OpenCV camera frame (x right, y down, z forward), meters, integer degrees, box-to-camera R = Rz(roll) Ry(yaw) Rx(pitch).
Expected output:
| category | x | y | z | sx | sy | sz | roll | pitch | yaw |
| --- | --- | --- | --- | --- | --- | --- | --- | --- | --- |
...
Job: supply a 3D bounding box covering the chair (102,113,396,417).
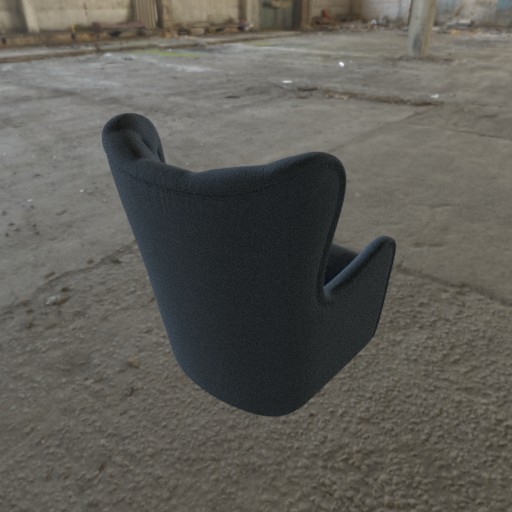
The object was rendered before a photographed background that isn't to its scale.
| category | x | y | z | sx | sy | sz | roll | pitch | yaw |
| --- | --- | --- | --- | --- | --- | --- | --- | --- | --- |
| chair | 0.000 | 0.000 | 1.752 | 0.831 | 1.079 | 0.930 | 21 | 36 | 33 |
